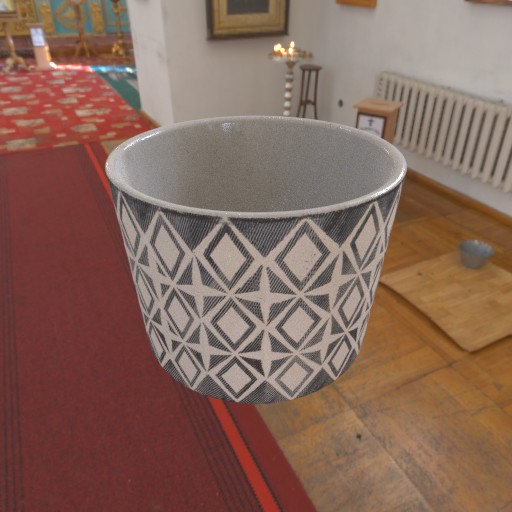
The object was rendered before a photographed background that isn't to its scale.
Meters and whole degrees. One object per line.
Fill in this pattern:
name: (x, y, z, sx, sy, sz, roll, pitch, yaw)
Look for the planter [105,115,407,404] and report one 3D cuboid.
planter: (0.000, 0.000, 0.454, 0.260, 0.220, 0.260, 0, 31, 0)
